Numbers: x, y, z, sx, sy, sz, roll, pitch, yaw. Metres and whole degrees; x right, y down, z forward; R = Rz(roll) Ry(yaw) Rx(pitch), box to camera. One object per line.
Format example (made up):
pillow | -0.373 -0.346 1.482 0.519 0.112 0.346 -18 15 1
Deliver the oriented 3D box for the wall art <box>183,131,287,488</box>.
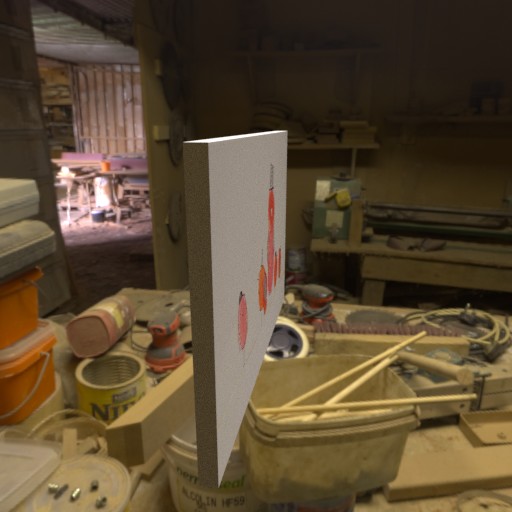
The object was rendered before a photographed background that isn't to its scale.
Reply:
wall art | 0.000 0.000 1.150 0.038 0.609 0.914 3 17 10
